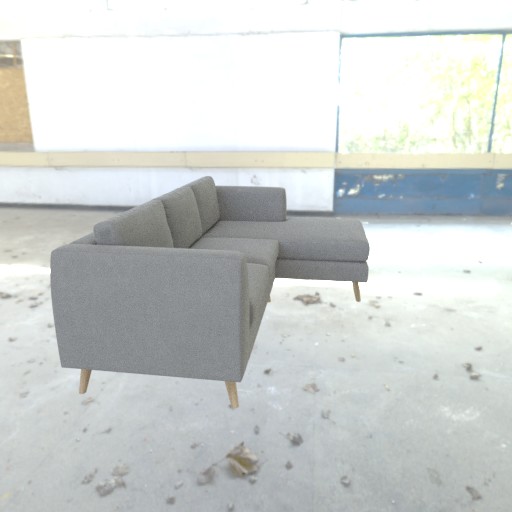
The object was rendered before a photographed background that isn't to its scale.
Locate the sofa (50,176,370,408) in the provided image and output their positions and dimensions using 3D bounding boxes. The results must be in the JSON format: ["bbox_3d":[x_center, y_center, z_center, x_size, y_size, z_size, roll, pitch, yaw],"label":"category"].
[{"bbox_3d":[0.000,0.000,3.023,1.580,0.860,2.300,2,17,8],"label":"sofa"}]
